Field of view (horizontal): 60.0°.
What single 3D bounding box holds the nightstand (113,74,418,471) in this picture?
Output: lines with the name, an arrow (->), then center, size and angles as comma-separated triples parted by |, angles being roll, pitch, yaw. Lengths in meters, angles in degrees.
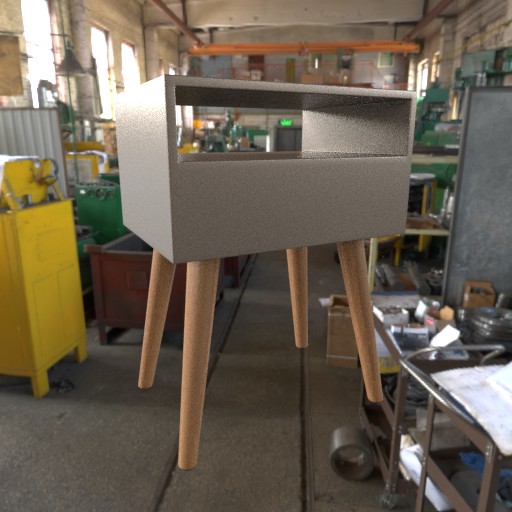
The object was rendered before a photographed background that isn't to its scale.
nightstand -> 0.000, 0.000, 0.735 | 0.370, 0.508, 0.288 | -8, 17, -27
